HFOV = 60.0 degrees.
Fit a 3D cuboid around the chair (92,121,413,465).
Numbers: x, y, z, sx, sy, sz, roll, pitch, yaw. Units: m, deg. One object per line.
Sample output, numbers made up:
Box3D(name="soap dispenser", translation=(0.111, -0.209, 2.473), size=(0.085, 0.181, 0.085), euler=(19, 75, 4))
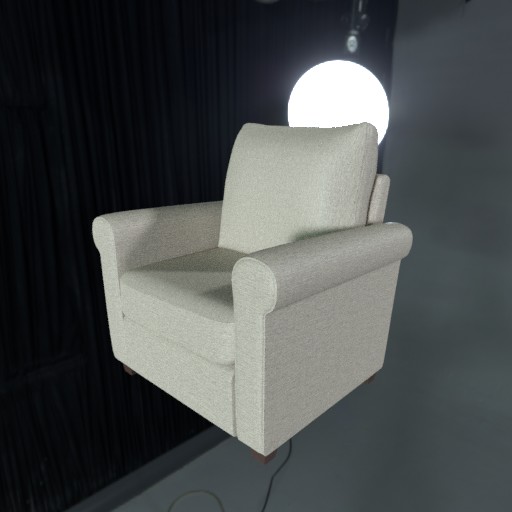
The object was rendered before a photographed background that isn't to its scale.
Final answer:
Box3D(name="chair", translation=(0.000, 0.000, 2.325), size=(1.275, 1.349, 1.180), euler=(15, 22, 41))
